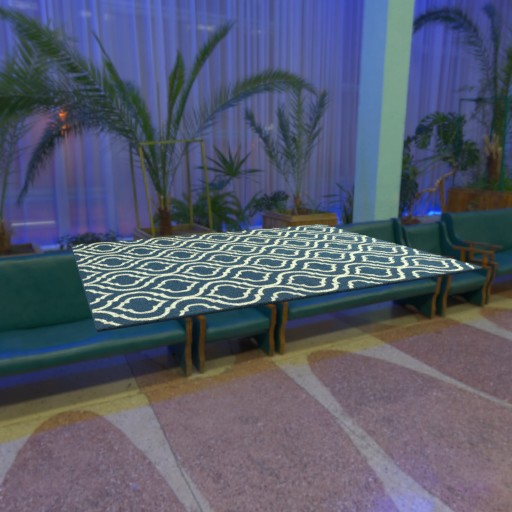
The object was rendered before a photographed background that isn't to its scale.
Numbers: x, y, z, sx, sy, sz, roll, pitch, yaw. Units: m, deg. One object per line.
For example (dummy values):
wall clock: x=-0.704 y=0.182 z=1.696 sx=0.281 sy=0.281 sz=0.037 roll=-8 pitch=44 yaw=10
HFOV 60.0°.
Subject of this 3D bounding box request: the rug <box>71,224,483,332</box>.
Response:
rug: x=0.000 y=0.000 z=3.875 sx=2.881 sy=0.020 sz=2.270 roll=-6 pitch=15 yaw=-24
